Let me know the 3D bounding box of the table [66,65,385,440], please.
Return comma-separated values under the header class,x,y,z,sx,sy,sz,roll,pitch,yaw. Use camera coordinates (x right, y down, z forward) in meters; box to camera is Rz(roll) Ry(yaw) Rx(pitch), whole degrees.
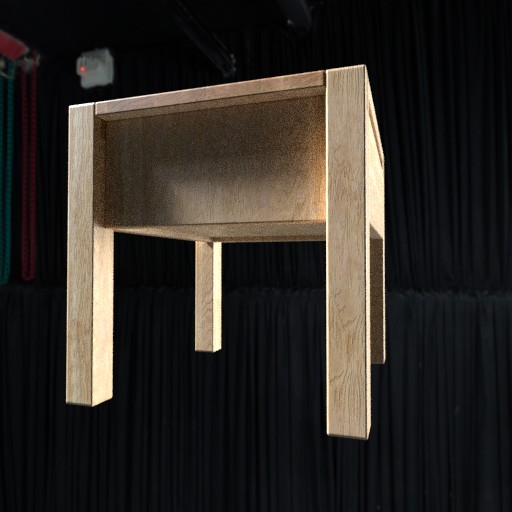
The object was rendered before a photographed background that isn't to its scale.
class,x,y,z,sx,sy,sz,roll,pitch,yaw
table,0.000,0.000,0.826,0.440,0.450,0.480,0,-1,19
